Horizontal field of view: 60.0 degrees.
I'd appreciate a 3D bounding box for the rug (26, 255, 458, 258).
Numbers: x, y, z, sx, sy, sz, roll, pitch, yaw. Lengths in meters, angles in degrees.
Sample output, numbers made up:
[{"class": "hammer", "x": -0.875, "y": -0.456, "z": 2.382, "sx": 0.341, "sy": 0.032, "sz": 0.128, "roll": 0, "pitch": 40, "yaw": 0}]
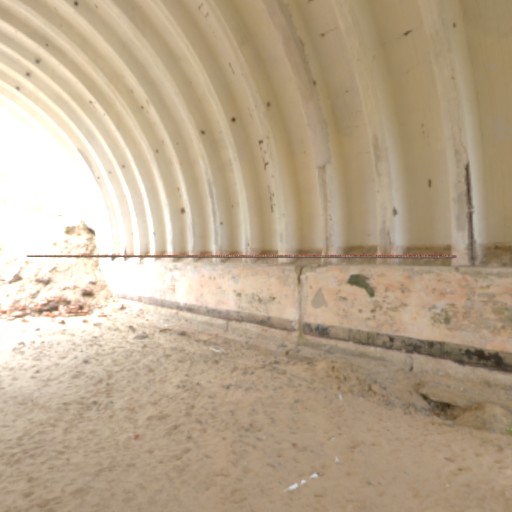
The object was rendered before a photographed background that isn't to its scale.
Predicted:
[{"class": "rug", "x": 0.000, "y": 0.000, "z": 5.188, "sx": 3.965, "sy": 0.025, "sz": 2.803, "roll": 0, "pitch": 0, "yaw": 17}]
